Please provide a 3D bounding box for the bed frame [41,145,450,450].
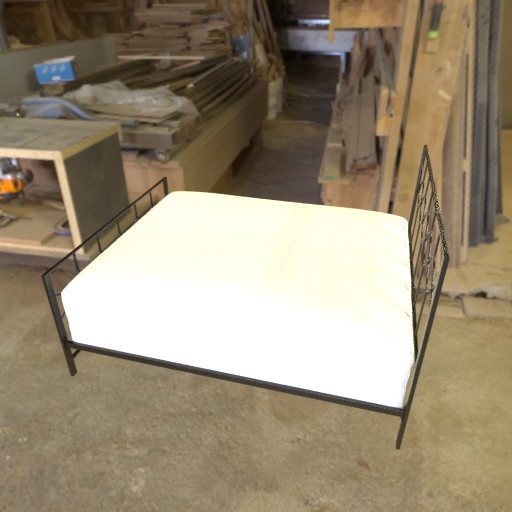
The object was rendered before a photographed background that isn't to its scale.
[{"bbox_3d":[0.000,0.000,3.000,2.063,1.222,1.597,8,32,13],"label":"bed frame"}]
